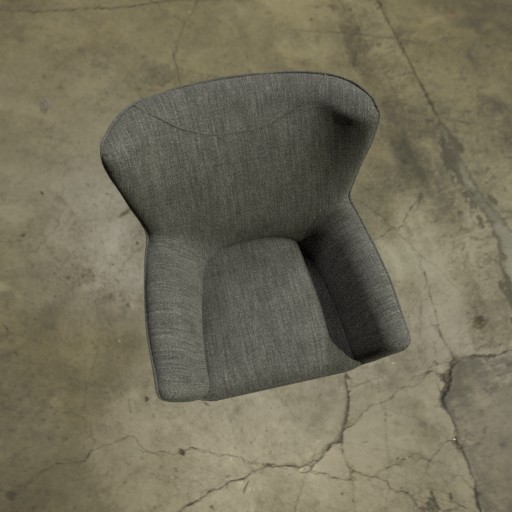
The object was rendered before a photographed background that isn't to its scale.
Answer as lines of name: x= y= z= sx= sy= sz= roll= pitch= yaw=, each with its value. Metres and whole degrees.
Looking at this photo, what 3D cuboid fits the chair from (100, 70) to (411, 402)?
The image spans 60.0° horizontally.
chair: x=0.000 y=0.000 z=1.547 sx=0.781 sy=0.933 sz=0.888 roll=-11 pitch=64 yaw=-5
